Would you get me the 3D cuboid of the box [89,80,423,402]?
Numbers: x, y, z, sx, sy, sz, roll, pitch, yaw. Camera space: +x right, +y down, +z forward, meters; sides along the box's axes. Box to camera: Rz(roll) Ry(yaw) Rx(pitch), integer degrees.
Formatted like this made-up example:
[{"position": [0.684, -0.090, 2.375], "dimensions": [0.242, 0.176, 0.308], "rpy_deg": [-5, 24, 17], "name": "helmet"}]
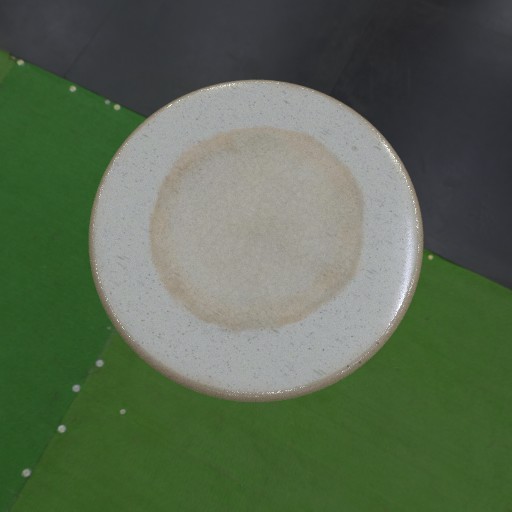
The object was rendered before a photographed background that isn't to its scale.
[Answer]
[{"position": [0.000, 0.000, 0.259], "dimensions": [0.154, 0.123, 0.154], "rpy_deg": [0, 76, 0], "name": "box"}]
